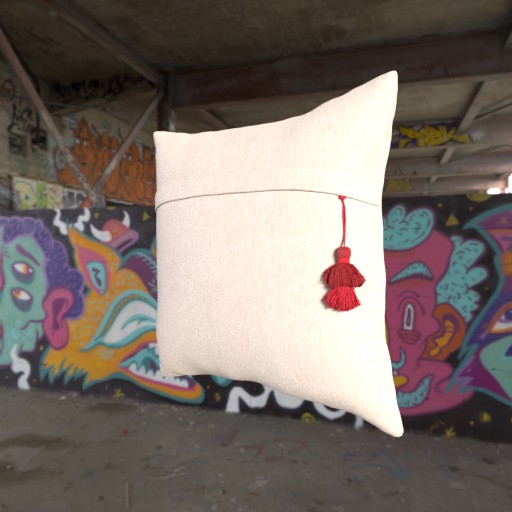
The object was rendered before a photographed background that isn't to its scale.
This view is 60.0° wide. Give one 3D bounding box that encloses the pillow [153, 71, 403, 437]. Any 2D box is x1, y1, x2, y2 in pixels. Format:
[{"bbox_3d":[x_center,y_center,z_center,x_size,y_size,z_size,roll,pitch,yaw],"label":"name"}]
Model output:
[{"bbox_3d":[0.000,0.000,0.659,0.433,0.436,0.173,0,0,37],"label":"pillow"}]
